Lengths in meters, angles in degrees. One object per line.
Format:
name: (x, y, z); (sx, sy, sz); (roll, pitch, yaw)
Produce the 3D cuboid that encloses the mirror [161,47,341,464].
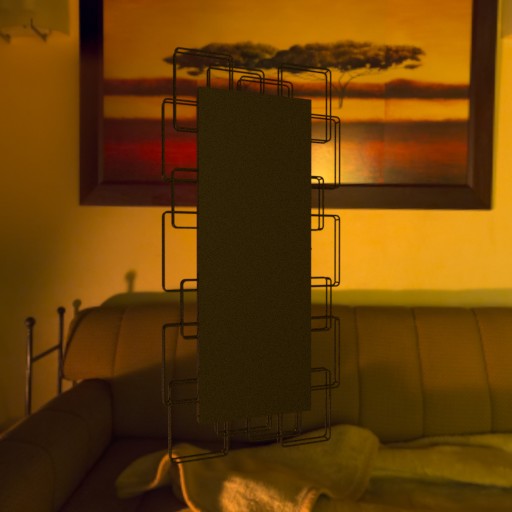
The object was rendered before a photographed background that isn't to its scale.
mirror: (0.000, 0.000, 1.358); (0.565, 1.192, 0.037); (0, 1, -19)
